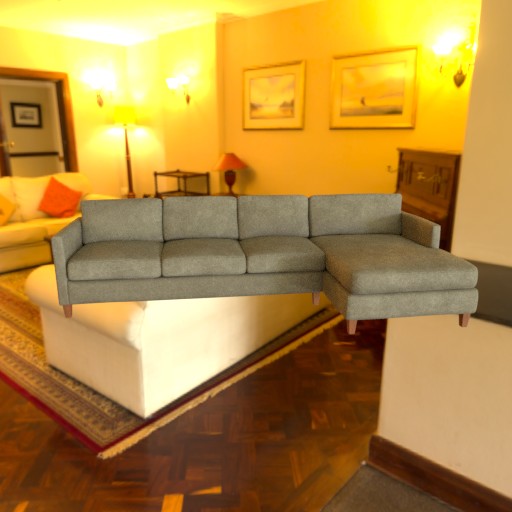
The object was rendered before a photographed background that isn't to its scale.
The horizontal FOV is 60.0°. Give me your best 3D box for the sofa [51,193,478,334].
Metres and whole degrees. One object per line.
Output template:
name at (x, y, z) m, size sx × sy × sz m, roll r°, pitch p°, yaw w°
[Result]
sofa at (0.000, 0.000, 4.042) m, size 3.471 × 0.950 × 1.604 m, roll -2°, pitch 15°, yaw -8°
